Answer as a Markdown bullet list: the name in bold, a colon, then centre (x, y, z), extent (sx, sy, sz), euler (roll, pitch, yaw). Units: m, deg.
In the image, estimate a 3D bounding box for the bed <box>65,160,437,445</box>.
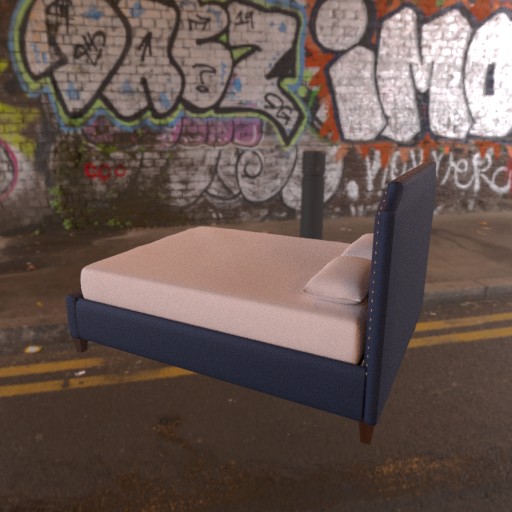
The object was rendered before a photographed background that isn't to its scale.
- **bed**: centre (0.000, 0.000, 3.434), extent (2.372, 1.443, 1.712), euler (8, 19, 26)
